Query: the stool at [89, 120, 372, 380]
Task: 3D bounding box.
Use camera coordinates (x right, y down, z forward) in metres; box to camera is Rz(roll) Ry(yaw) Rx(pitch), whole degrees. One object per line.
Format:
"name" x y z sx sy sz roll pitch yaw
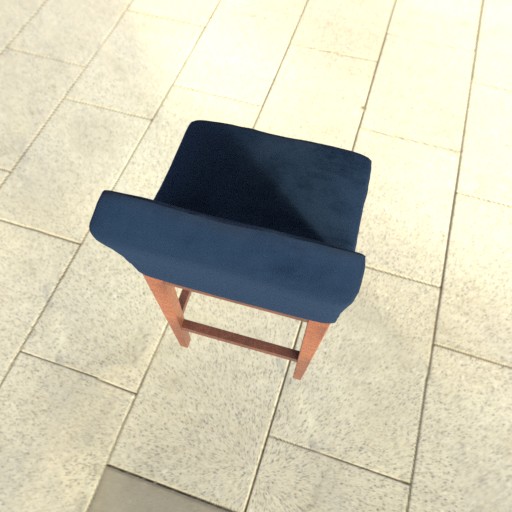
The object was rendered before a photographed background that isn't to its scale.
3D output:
"stool" 0.000 0.000 1.287 0.511 0.945 0.516 14 65 7
